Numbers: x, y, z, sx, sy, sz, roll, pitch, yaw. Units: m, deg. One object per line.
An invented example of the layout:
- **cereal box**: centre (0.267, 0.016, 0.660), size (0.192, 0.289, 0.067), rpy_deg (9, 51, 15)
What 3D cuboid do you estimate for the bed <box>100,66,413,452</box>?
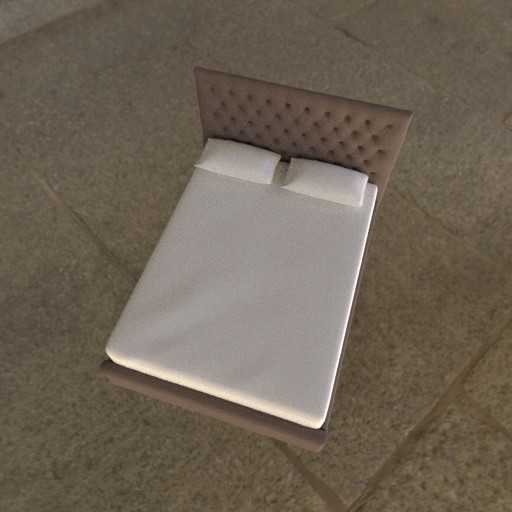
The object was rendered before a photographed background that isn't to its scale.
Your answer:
- **bed**: centre (0.000, 0.000, 3.380), size (1.696, 1.426, 2.233), rpy_deg (15, 60, 9)
